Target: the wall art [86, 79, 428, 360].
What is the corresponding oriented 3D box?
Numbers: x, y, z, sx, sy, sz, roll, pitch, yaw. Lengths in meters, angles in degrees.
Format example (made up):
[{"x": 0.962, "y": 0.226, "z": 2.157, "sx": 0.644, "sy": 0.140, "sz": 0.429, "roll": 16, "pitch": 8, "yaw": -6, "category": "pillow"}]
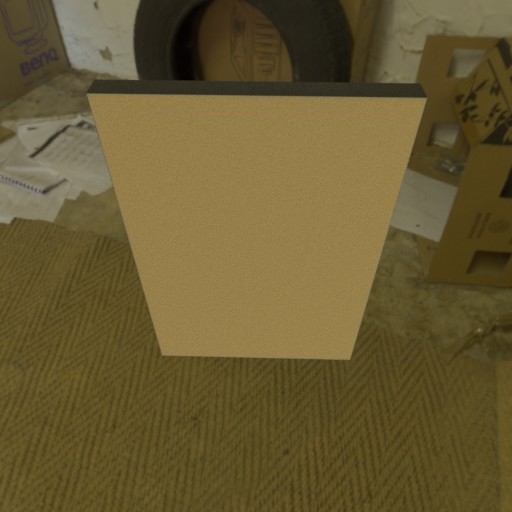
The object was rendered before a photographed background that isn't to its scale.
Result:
[{"x": 0.000, "y": 0.000, "z": 0.582, "sx": 0.313, "sy": 0.457, "sz": 0.031, "roll": 1, "pitch": 46, "yaw": 1, "category": "wall art"}]
